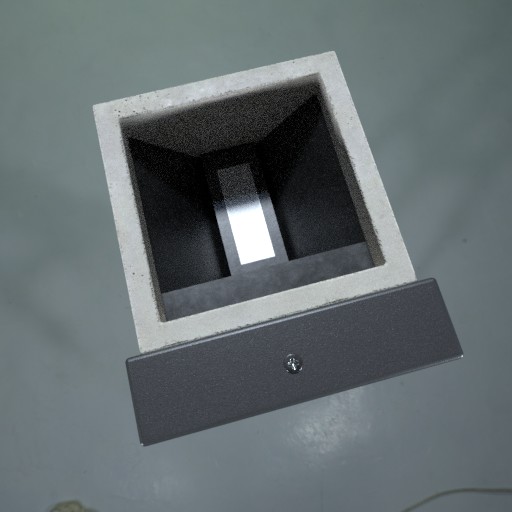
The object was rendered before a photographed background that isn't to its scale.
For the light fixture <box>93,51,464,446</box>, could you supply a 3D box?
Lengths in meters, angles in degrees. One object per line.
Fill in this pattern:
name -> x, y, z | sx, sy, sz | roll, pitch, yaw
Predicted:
light fixture -> 0.000, 0.000, 0.233 | 0.121, 0.121, 0.143 | -14, 76, -4
